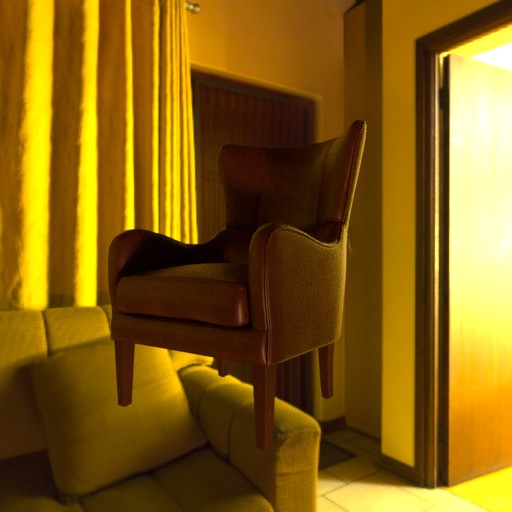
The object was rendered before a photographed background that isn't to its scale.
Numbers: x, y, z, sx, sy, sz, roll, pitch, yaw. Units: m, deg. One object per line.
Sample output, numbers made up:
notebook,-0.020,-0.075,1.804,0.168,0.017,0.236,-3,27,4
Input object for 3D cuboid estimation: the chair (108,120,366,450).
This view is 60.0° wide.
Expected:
chair,0.000,0.000,1.690,0.692,1.048,0.914,0,1,35
